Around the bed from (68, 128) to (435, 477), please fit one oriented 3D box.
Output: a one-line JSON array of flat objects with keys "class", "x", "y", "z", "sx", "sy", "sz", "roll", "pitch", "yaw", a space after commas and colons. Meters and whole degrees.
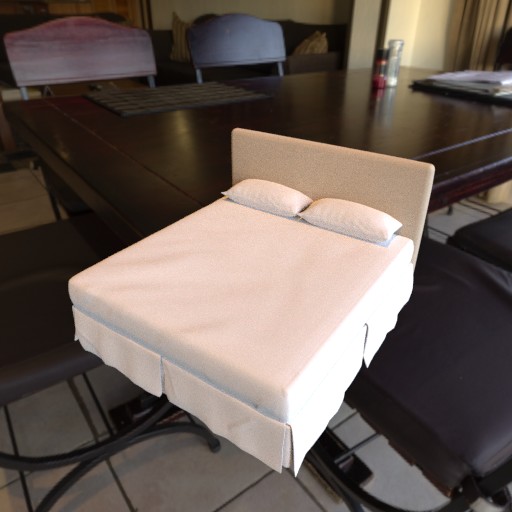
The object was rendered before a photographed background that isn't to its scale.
[{"class": "bed", "x": 0.000, "y": 0.000, "z": 3.613, "sx": 2.119, "sy": 1.317, "sz": 2.319, "roll": 19, "pitch": 36, "yaw": 29}]
